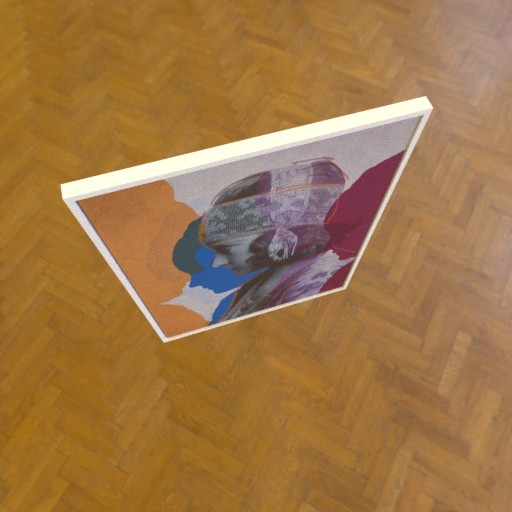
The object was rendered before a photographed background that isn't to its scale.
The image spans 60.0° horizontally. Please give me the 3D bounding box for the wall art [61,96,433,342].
[{"bbox_3d":[0.000,0.000,1.388,0.795,1.050,0.039,-16,65,-7],"label":"wall art"}]
